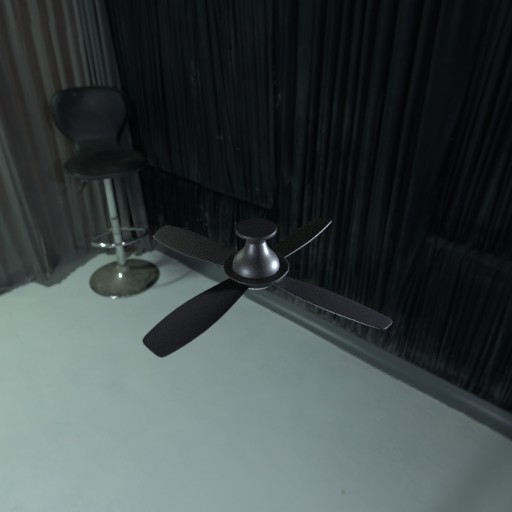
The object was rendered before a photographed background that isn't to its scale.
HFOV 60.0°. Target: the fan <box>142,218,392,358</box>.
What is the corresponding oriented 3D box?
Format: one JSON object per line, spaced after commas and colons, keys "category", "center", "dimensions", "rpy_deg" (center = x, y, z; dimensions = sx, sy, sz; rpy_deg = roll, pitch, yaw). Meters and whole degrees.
{"category": "fan", "center": [0.000, 0.000, 2.632], "dimensions": [1.694, 0.382, 1.694], "rpy_deg": [21, 38, 30]}
